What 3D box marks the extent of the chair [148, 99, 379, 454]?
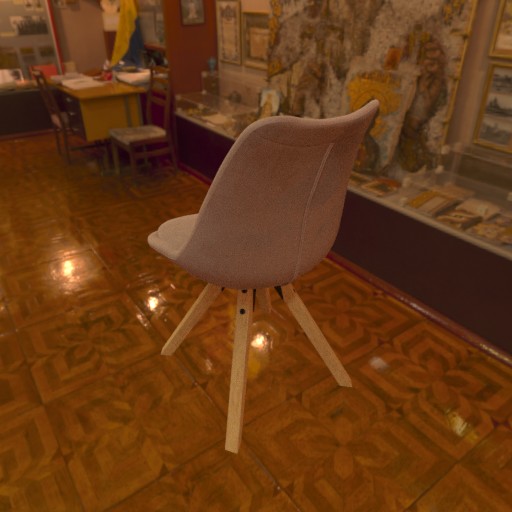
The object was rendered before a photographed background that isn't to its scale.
[{"bbox_3d":[0.000,0.000,1.165,0.485,0.850,0.550,-19,36,-28],"label":"chair"}]
